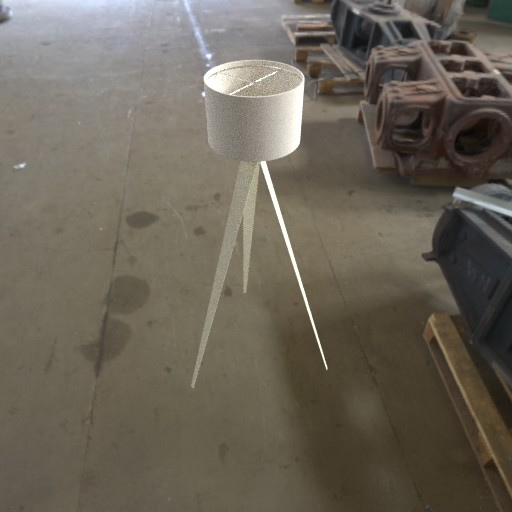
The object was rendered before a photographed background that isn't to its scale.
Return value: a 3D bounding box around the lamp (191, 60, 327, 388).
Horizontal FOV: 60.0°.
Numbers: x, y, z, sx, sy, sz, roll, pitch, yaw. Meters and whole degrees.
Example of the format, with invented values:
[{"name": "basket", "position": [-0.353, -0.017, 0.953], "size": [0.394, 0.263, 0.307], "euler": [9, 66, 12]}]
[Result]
[{"name": "lamp", "position": [0.000, 0.000, 1.982], "size": [0.724, 1.524, 0.716], "euler": [27, 48, 27]}]
